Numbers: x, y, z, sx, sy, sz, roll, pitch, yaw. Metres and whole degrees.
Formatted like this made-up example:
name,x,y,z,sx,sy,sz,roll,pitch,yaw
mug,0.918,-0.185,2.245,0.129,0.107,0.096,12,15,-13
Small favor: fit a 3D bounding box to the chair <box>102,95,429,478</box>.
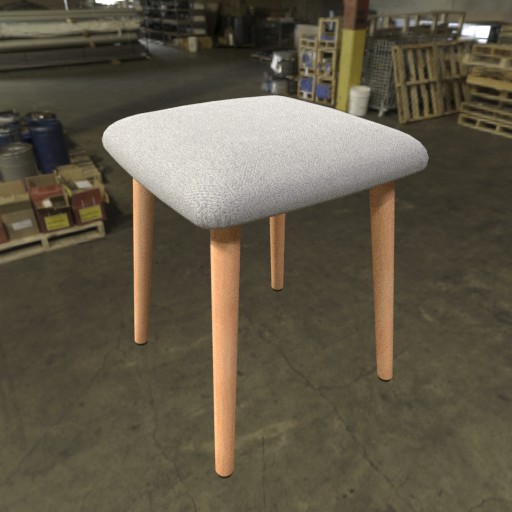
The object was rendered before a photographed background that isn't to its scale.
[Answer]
name,x,y,z,sx,sy,sz,roll,pitch,yaw
chair,0.000,0.000,0.700,0.350,0.440,0.350,-19,36,-28
